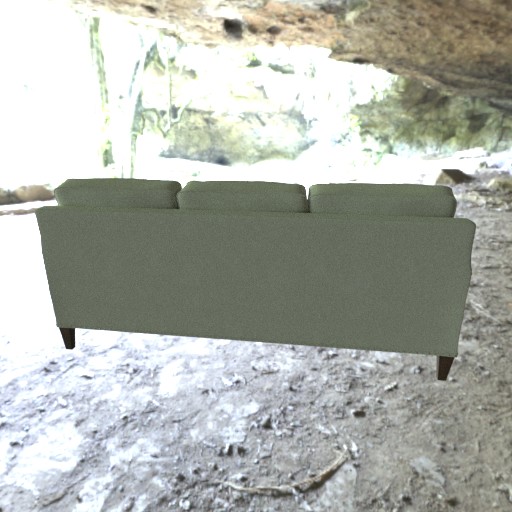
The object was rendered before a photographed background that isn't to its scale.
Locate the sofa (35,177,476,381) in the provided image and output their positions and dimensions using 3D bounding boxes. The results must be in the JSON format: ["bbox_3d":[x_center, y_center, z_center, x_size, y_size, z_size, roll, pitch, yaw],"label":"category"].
[{"bbox_3d":[0.000,0.000,2.726,2.246,1.003,1.084,3,17,9],"label":"sofa"}]
